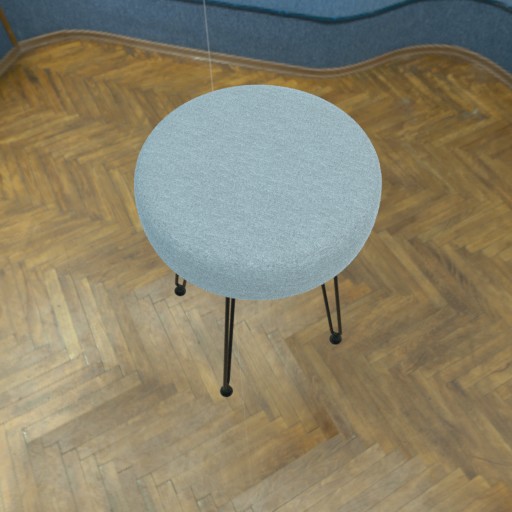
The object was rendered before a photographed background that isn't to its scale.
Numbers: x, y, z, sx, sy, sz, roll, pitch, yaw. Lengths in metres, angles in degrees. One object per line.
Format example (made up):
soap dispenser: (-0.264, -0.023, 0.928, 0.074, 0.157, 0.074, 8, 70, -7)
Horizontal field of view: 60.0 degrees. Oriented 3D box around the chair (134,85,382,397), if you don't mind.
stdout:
chair: (0.000, 0.000, 0.701, 0.350, 0.440, 0.350, 16, 60, 10)
